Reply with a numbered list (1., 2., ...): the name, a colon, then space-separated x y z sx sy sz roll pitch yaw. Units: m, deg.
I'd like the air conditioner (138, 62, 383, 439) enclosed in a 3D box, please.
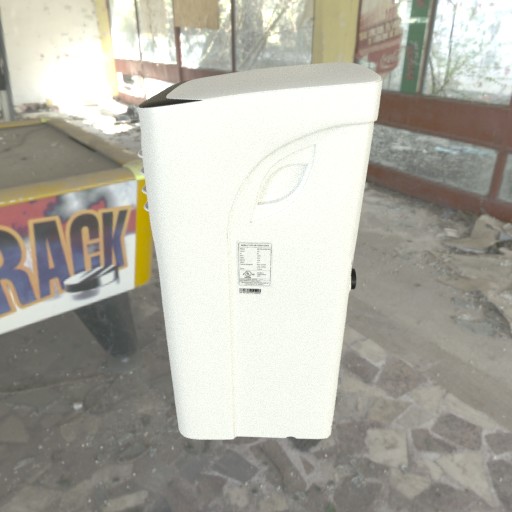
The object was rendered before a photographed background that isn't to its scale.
1. air conditioner: 0.000 0.000 0.898 0.369 0.716 0.352 0 27 0
